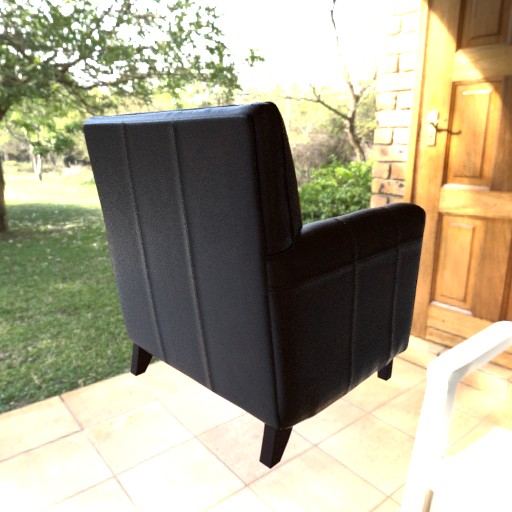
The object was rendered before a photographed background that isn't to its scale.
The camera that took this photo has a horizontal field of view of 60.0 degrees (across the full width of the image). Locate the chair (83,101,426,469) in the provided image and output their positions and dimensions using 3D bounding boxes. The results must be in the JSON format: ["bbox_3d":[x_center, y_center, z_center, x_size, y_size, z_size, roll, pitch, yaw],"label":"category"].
[{"bbox_3d":[0.000,0.000,1.557,0.870,0.943,0.823,14,20,43],"label":"chair"}]
